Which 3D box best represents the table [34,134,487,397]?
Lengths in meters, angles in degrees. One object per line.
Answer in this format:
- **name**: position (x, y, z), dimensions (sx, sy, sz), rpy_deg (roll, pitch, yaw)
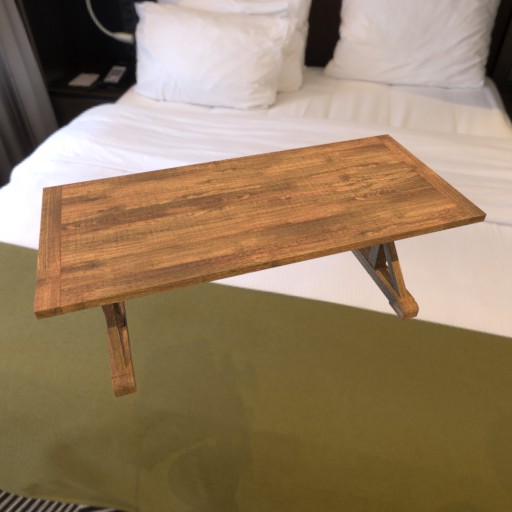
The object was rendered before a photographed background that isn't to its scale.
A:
- **table**: position (0.000, 0.000, 2.450), dimensions (2.031, 0.733, 0.907), rpy_deg (-12, 42, -14)
